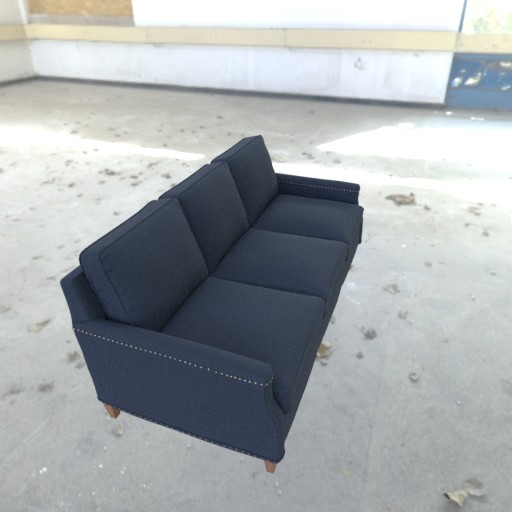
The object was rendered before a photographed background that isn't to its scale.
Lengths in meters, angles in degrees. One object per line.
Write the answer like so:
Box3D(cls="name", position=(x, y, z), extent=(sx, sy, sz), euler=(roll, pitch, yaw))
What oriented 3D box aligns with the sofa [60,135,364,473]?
Box3D(cls="sofa", position=(0.000, 0.000, 2.846), extent=(1.084, 1.003, 2.246), euler=(11, 32, 18))
